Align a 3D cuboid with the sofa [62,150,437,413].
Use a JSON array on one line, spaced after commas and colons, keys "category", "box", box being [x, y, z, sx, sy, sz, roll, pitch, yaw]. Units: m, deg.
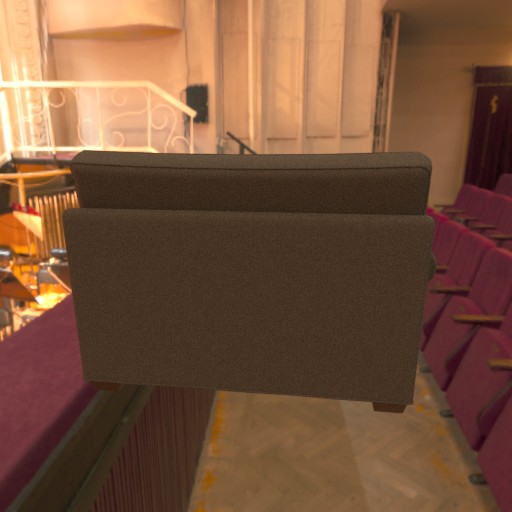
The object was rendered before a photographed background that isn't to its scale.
[{"category": "sofa", "box": [0.000, 0.000, 2.016, 1.410, 0.953, 0.940, 2, 15, 7]}]
